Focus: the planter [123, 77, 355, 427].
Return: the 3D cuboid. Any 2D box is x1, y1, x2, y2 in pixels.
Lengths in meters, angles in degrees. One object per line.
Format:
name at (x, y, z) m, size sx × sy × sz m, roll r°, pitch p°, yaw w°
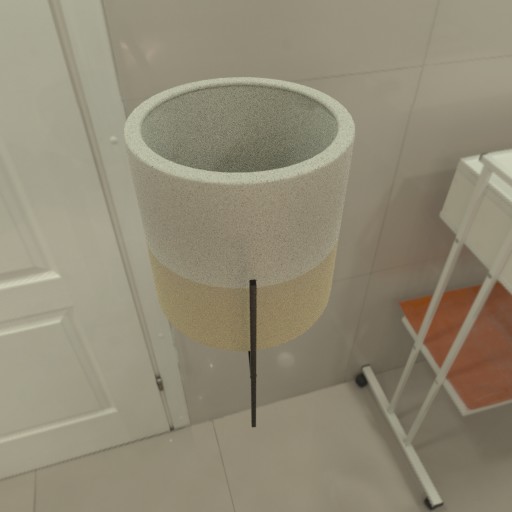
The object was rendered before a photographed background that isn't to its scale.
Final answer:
planter at (0.000, 0.000, 0.570) m, size 0.263 × 0.362 × 0.267 m, roll -12°, pitch 44°, yaw -12°
